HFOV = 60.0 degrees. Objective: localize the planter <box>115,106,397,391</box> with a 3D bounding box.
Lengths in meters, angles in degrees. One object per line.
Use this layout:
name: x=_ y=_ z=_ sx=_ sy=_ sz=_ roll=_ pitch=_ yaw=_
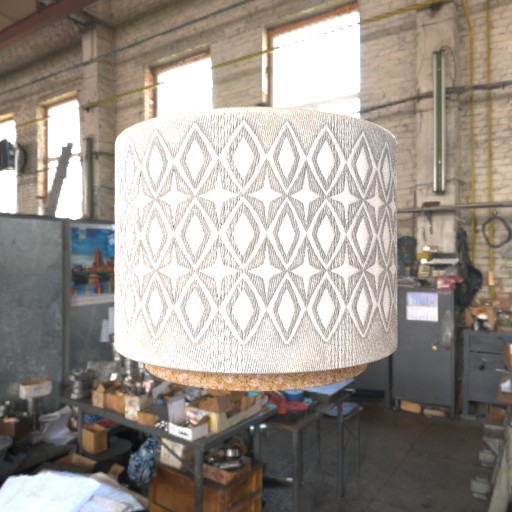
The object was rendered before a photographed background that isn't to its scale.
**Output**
planter: x=0.000 y=0.000 z=0.270 sx=0.164 sy=0.127 sz=0.164 roll=0 pitch=0 yaw=0
